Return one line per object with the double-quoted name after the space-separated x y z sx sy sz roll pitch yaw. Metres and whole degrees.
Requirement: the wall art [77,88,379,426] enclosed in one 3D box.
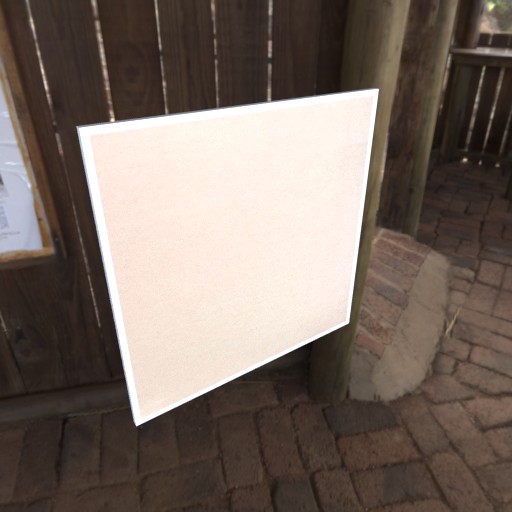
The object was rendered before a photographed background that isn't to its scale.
0.000 0.000 0.845 0.557 0.557 0.012 -18 34 -30 "wall art"
